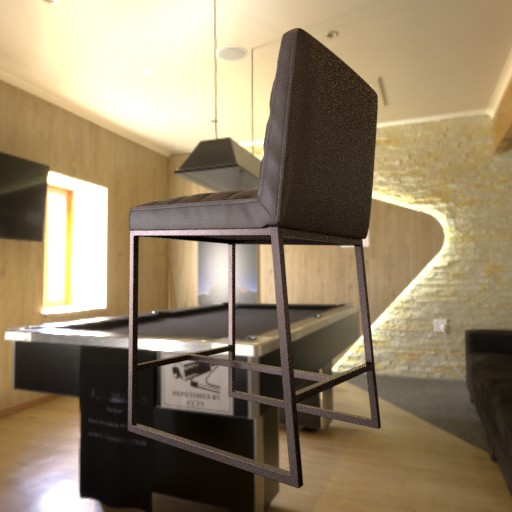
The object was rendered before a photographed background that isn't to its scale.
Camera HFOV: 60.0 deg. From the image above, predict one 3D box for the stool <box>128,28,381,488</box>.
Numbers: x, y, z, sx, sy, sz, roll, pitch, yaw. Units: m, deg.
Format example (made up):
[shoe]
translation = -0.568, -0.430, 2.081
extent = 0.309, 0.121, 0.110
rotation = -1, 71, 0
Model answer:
[stool]
translation = 0.000, 0.000, 1.228
extent = 0.562, 0.946, 0.463
rotation = -2, -3, 37
